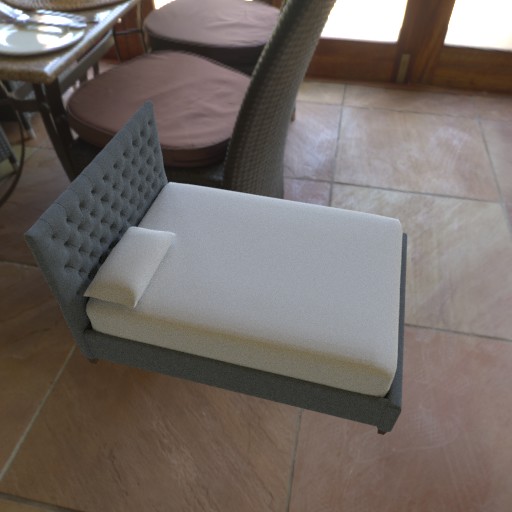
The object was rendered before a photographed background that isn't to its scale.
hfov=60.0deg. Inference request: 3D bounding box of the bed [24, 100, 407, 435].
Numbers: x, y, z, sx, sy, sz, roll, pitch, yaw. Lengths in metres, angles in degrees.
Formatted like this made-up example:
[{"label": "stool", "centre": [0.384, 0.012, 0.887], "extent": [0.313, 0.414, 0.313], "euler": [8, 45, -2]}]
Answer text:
[{"label": "bed", "centre": [0.000, 0.000, 3.363], "extent": [2.335, 1.411, 1.698], "euler": [11, 47, 10]}]
